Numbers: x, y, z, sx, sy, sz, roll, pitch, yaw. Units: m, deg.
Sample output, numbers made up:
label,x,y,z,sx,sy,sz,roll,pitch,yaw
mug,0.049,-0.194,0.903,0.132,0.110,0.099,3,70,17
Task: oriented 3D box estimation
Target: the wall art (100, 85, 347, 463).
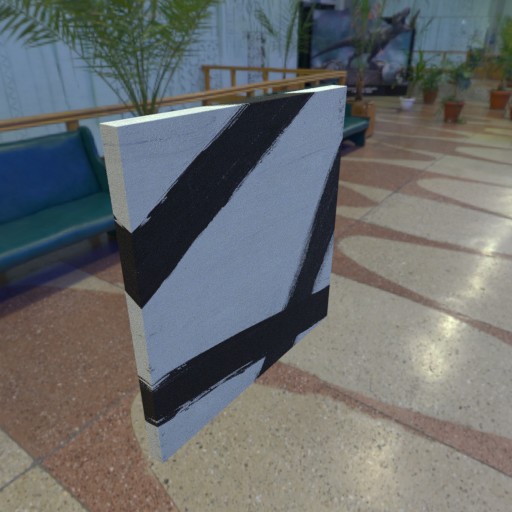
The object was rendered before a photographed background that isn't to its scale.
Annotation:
label,x,y,z,sx,sy,sz,roll,pitch,yaw
wall art,0.000,0.000,1.141,0.046,0.765,0.765,19,32,33
